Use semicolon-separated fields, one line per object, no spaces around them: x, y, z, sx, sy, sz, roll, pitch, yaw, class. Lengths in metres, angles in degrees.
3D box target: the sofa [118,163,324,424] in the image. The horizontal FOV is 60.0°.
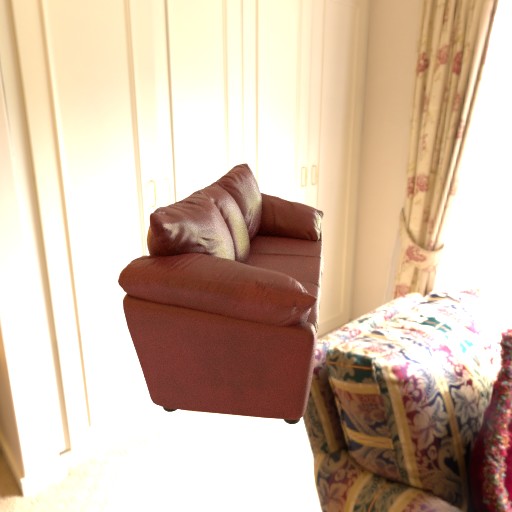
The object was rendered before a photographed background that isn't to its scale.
0.000;0.000;2.988;0.907;1.091;2.390;2;16;9;sofa
